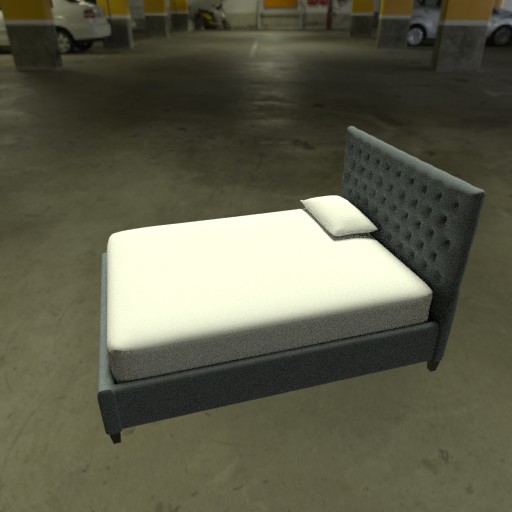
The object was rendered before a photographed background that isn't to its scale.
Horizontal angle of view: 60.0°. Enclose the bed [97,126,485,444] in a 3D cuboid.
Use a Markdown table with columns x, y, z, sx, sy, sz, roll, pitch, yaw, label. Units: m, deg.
| x | y | z | sx | sy | sz | roll | pitch | yaw | label |
| --- | --- | --- | --- | --- | --- | --- | --- | --- | --- |
| 0.000 | 0.000 | 3.323 | 2.335 | 1.411 | 1.698 | -8 | 30 | -14 | bed |
